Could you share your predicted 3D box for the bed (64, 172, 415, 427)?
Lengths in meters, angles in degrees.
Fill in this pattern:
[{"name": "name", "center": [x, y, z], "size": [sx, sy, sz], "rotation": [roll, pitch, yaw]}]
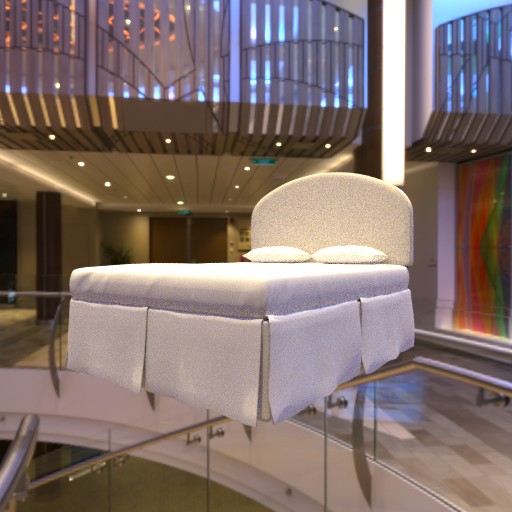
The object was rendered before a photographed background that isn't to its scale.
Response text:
[{"name": "bed", "center": [0.000, 0.000, 3.055], "size": [1.607, 1.410, 2.005], "rotation": [0, 0, 37]}]
